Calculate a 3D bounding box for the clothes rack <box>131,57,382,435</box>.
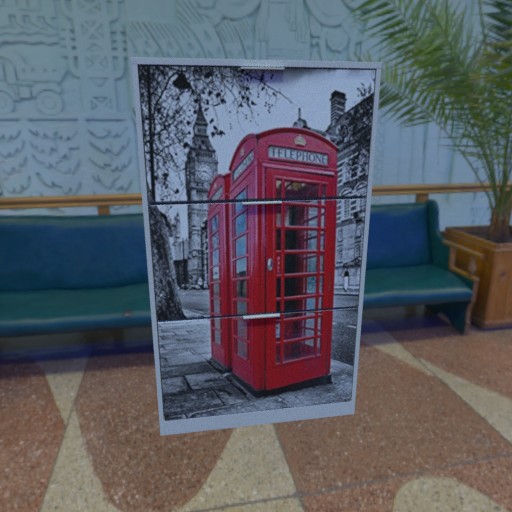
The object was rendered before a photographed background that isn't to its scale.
[{"bbox_3d":[0.000,0.000,1.603,0.750,1.280,0.250,-3,18,-9],"label":"clothes rack"}]
